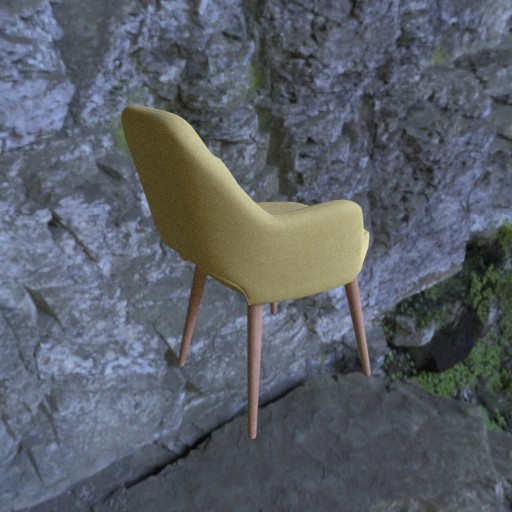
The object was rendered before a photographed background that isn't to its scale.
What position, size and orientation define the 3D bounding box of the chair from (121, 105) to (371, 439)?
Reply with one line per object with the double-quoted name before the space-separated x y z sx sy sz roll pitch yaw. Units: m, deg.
"chair" 0.000 0.000 1.243 0.610 0.840 0.590 -19 32 -34
